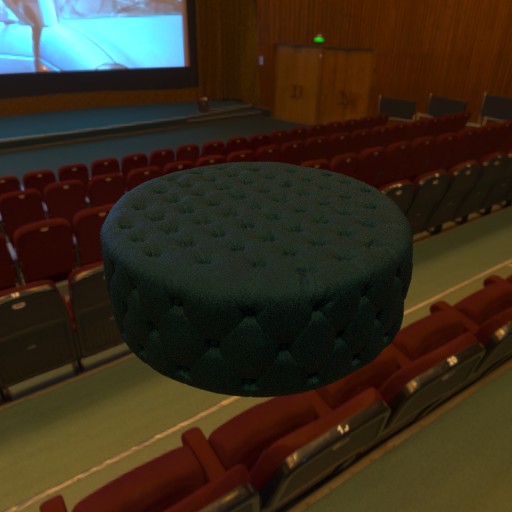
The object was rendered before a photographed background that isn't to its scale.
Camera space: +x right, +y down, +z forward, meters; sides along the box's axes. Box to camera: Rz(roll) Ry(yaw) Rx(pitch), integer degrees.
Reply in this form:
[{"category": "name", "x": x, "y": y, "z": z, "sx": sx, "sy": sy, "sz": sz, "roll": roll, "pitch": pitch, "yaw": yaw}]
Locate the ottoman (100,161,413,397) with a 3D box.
[{"category": "ottoman", "x": 0.000, "y": 0.000, "z": 1.516, "sx": 0.998, "sy": 0.398, "sz": 0.998, "roll": 0, "pitch": 30, "yaw": 0}]
